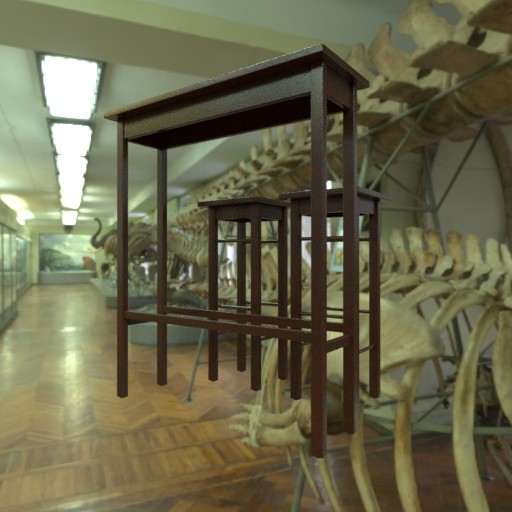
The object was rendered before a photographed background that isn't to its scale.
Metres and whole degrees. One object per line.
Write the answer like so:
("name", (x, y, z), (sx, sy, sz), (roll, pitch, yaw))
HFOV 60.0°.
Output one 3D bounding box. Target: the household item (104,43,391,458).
("household item", (0.000, 0.000, 1.653), (0.914, 1.067, 0.676), (0, 0, 36))
